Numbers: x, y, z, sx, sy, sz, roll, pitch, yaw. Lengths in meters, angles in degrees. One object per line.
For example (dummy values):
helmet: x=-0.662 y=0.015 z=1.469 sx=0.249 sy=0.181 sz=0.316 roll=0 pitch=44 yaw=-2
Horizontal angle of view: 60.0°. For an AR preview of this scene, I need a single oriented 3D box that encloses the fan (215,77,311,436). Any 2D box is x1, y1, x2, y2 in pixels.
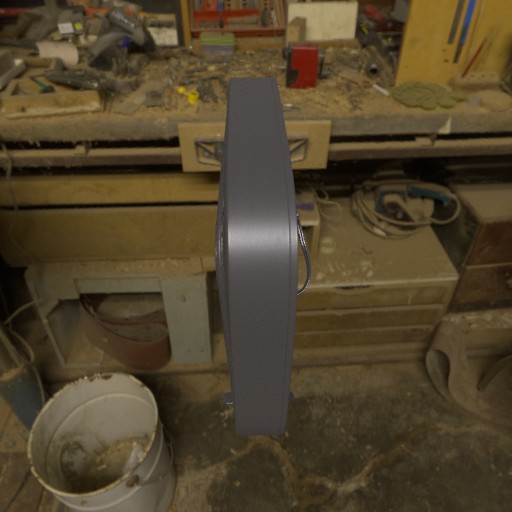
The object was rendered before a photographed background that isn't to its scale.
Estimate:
fan: x=0.000 y=0.000 z=0.806 sx=0.142 sy=0.533 sz=0.526 roll=-1 pitch=42 yaw=-1
